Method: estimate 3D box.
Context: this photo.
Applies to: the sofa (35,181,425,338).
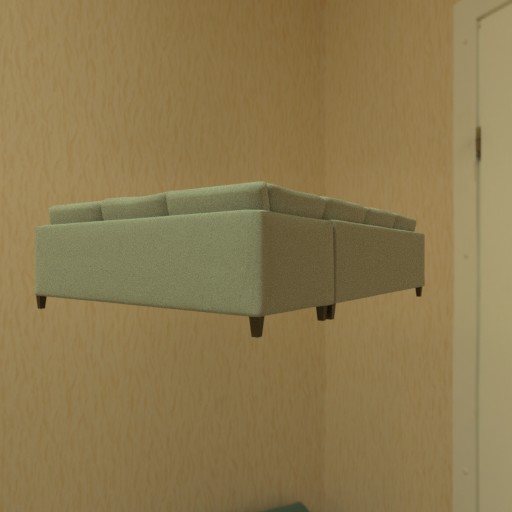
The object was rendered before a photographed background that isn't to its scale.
[{"bbox_3d":[0.000,0.000,4.523,2.522,0.934,3.333,0,0,36],"label":"sofa"}]
